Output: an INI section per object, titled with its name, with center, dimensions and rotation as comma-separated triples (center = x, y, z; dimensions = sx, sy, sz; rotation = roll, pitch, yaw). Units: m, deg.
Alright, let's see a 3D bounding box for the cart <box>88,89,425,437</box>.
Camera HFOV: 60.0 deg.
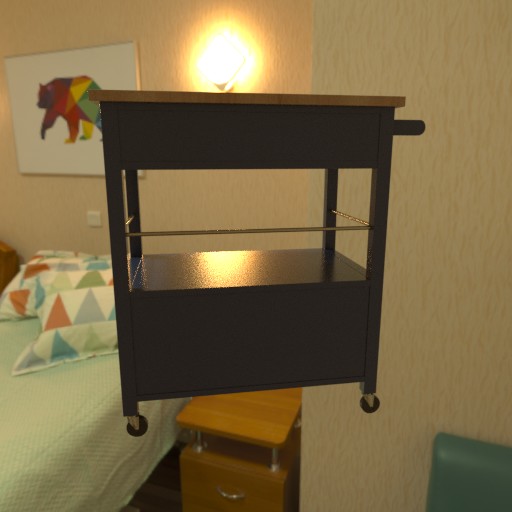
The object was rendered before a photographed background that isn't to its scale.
[cart]
center = 0.000, 0.000, 1.379
dimensions = 0.840, 0.901, 0.459
rotation = -2, 13, -9
